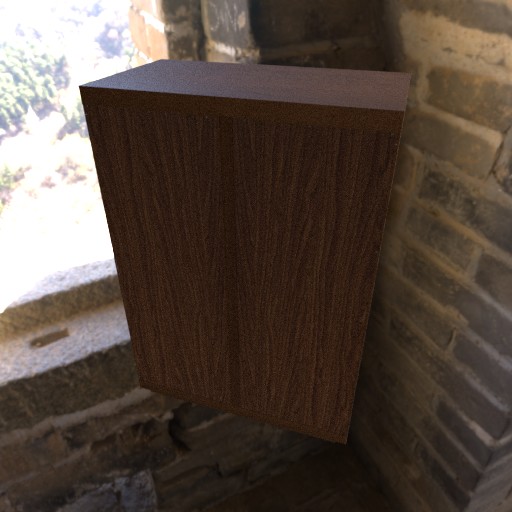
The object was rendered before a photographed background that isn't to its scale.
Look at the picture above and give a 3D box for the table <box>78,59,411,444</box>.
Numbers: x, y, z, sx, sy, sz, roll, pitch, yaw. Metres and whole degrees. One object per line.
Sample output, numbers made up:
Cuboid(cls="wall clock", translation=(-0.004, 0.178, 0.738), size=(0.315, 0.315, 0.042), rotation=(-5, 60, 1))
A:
Cuboid(cls="table", translation=(0.000, 0.000, 1.708), size=(0.901, 1.294, 0.524), rotation=(10, 34, 15))
